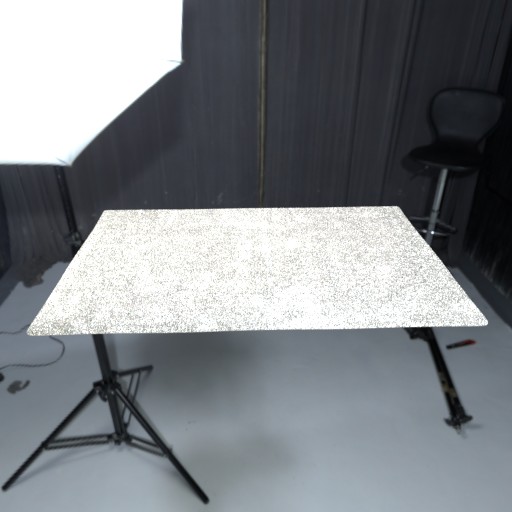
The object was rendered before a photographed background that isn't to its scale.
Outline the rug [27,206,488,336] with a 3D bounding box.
[{"bbox_3d":[0.000,0.000,2.896,2.350,0.025,1.502,-1,30,-2],"label":"rug"}]
